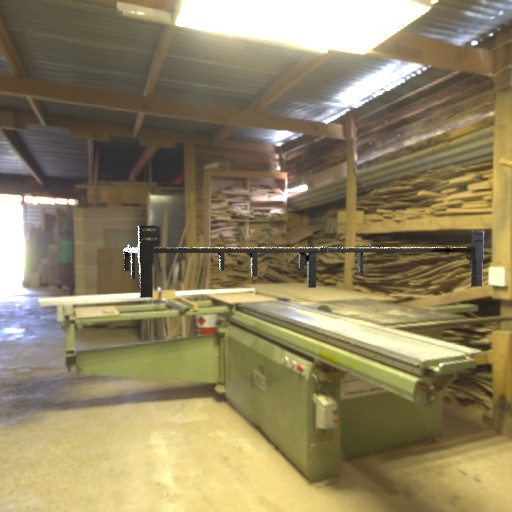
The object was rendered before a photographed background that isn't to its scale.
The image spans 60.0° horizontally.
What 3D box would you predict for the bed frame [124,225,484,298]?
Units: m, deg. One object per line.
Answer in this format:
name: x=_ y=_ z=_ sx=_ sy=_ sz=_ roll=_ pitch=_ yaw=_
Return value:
bed frame: x=0.000 y=0.000 z=2.694 sx=1.498 sy=0.248 sz=1.990 roll=0 pitch=1 yaw=-18
